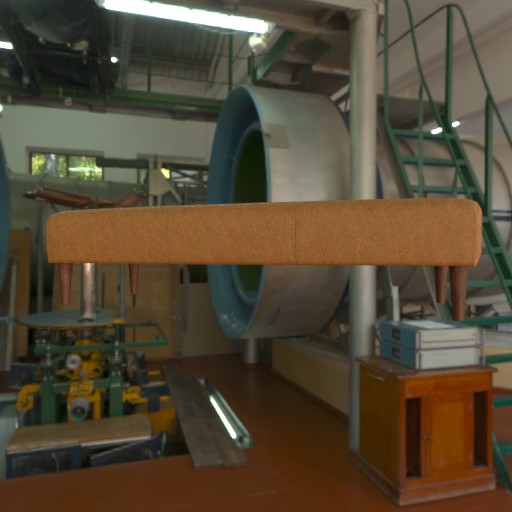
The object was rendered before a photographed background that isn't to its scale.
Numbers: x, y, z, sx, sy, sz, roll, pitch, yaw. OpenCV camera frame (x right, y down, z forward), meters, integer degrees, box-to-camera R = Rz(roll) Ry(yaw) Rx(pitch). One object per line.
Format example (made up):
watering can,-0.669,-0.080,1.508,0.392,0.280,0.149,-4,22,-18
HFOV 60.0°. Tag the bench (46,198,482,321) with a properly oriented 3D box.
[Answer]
bench,0.000,0.000,1.849,1.610,0.399,0.653,0,0,17
